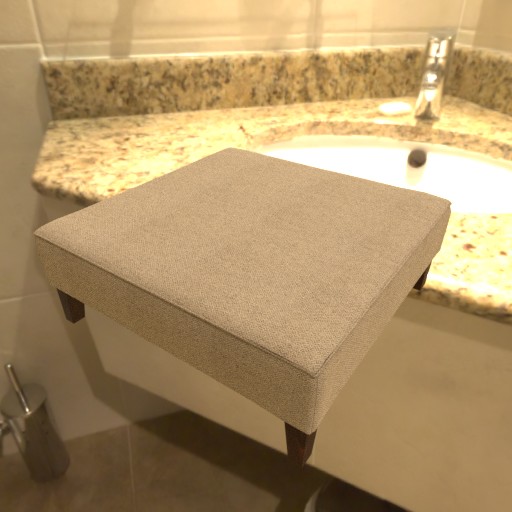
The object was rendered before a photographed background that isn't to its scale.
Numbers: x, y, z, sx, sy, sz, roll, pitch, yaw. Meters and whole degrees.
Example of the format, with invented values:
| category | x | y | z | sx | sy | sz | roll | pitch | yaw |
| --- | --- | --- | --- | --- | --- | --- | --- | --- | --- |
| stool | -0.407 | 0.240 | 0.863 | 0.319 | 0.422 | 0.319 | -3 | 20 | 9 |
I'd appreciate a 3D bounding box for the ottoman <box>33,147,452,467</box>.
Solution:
| category | x | y | z | sx | sy | sz | roll | pitch | yaw |
| --- | --- | --- | --- | --- | --- | --- | --- | --- | --- |
| ottoman | 0.000 | 0.000 | 1.499 | 0.982 | 0.381 | 0.973 | 21 | 38 | 29 |
